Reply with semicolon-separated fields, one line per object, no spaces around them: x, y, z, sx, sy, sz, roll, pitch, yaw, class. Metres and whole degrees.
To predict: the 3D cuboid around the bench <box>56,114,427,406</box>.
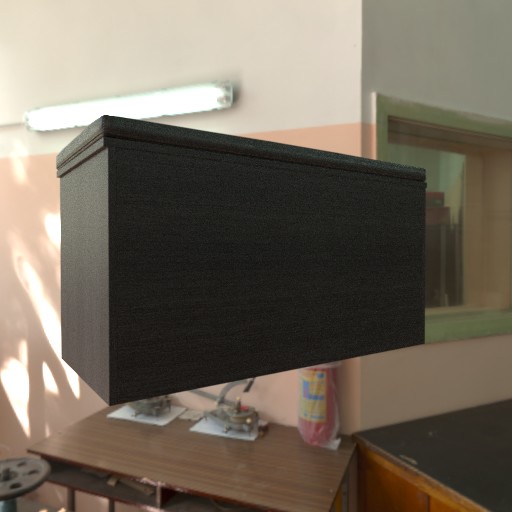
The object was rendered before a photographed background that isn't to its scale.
0.000;0.000;1.167;0.905;0.501;0.401;-1;1;-35;bench
